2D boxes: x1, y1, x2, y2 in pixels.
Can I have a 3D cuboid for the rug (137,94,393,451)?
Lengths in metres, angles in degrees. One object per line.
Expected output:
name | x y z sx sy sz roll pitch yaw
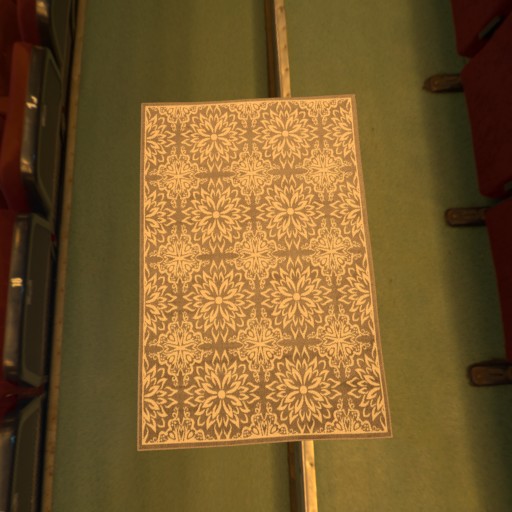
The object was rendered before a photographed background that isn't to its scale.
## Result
rug | 0.000 0.000 2.321 1.224 0.012 1.847 -3 77 -1
